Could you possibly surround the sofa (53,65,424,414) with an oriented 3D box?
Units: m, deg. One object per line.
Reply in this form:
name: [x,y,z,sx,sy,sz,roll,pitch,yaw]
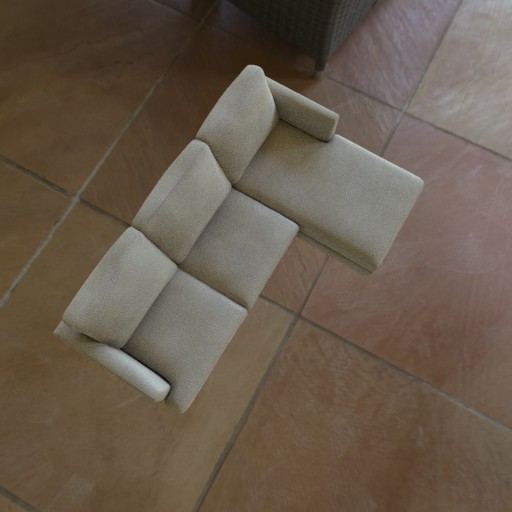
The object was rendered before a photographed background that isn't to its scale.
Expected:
sofa: [0.000,0.000,2.999,1.504,0.956,2.233,31,76,8]
